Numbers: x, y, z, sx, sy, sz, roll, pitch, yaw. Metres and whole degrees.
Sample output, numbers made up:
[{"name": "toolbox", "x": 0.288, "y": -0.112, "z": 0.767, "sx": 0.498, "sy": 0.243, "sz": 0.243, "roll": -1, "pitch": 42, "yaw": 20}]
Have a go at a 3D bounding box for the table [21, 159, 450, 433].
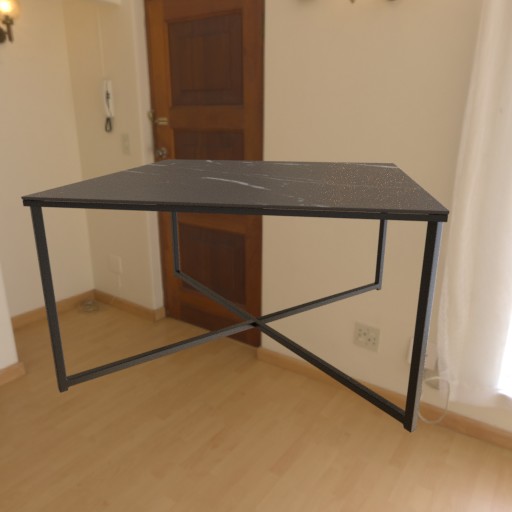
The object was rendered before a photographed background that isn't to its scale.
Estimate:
[{"name": "table", "x": 0.000, "y": 0.000, "z": 1.250, "sx": 0.800, "sy": 0.450, "sz": 0.800, "roll": 3, "pitch": 18, "yaw": 10}]
